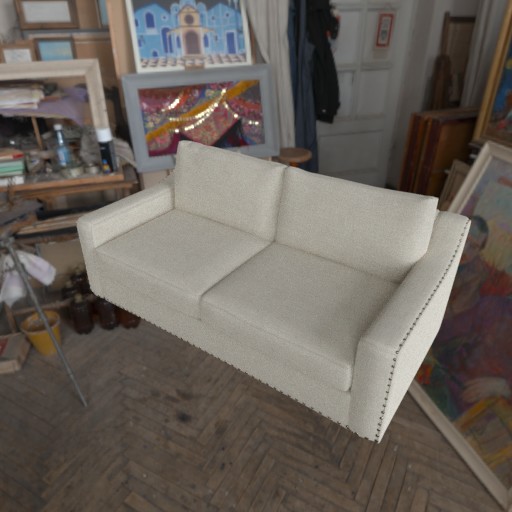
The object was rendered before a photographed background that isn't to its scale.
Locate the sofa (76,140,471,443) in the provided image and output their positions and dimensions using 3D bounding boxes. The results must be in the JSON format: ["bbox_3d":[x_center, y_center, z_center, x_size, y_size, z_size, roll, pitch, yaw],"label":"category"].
[{"bbox_3d":[0.000,0.000,2.718,2.107,0.983,1.104,20,36,30],"label":"sofa"}]
